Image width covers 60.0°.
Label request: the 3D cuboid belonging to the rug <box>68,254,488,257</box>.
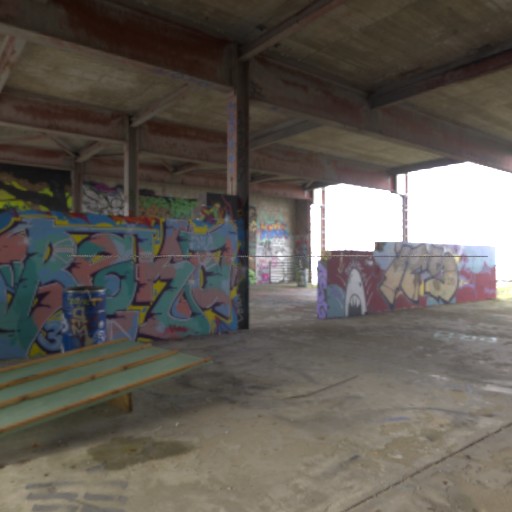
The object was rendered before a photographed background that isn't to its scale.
[{"bbox_3d":[0.000,0.000,4.183,3.051,0.021,2.448,0,0,-17],"label":"rug"}]
